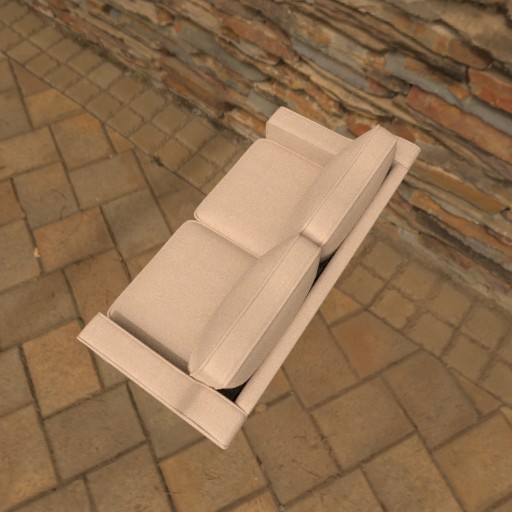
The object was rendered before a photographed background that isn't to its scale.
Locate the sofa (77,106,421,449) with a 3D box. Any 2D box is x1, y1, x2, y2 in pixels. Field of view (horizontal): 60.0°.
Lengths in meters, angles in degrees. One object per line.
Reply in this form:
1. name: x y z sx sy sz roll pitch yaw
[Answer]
1. sofa: 0.000 0.000 3.533 1.351 1.562 2.587 31 67 15
